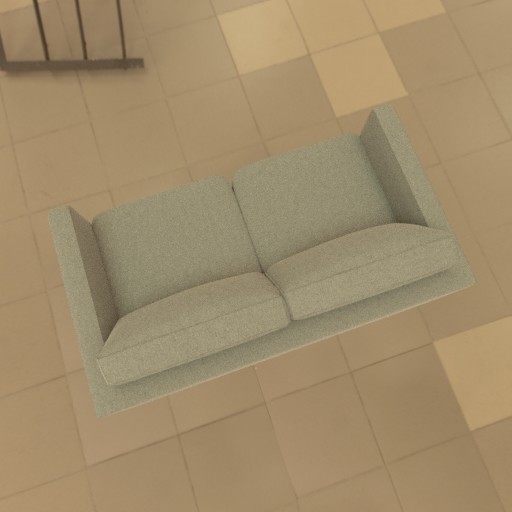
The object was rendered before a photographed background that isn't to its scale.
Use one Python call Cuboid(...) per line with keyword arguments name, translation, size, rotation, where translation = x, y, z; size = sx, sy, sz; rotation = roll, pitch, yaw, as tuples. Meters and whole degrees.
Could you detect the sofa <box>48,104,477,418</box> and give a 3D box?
Cuboid(name="sofa", translation=(0.000, 0.000, 2.253), size=(1.731, 0.900, 1.000), rotation=(-19, 77, -5))
